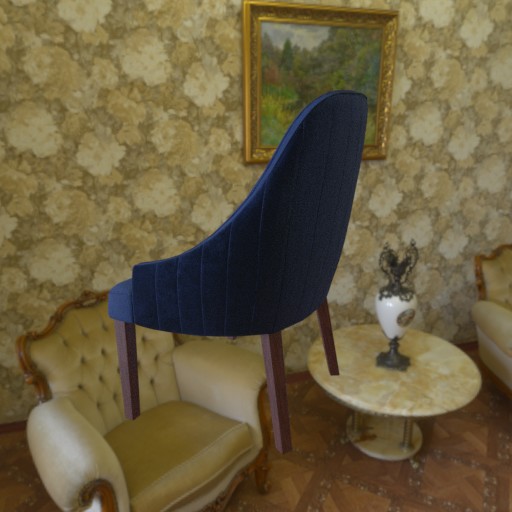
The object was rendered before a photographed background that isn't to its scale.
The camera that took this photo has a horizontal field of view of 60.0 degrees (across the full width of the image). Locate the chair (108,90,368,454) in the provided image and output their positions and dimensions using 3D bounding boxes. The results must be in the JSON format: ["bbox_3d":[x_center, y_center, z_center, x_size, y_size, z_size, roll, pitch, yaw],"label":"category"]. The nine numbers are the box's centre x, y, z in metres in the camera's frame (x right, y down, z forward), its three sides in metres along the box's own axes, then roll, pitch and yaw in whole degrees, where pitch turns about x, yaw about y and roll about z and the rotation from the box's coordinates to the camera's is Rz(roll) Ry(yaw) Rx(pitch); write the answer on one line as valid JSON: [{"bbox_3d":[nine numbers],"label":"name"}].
[{"bbox_3d":[0.000,0.000,1.297,0.575,0.889,0.643,8,17,26],"label":"chair"}]
